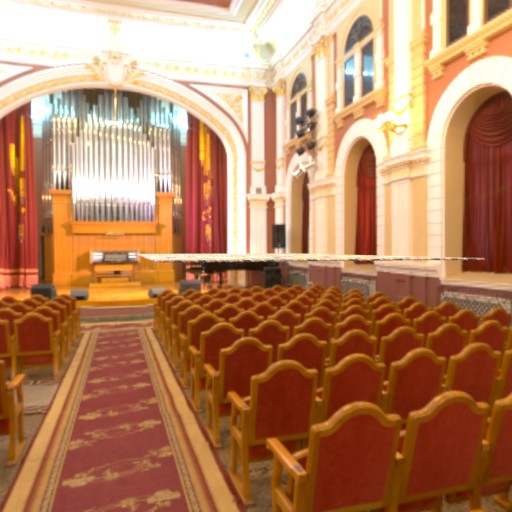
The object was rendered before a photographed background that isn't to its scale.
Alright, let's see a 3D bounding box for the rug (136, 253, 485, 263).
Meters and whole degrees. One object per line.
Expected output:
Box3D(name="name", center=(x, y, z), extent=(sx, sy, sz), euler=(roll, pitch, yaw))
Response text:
Box3D(name="rug", center=(0.000, 0.000, 3.021), extent=(1.533, 0.010, 2.428), euler=(0, 1, -17))
